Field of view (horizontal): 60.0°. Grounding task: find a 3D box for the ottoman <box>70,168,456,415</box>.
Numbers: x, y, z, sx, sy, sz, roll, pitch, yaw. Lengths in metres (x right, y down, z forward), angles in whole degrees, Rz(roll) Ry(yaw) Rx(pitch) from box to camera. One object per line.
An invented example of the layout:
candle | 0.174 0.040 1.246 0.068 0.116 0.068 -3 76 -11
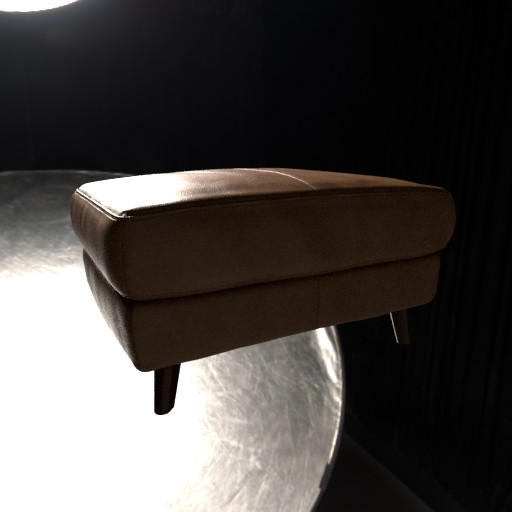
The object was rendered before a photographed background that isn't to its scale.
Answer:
ottoman | 0.000 0.000 1.204 0.869 0.461 0.630 -8 16 -27
